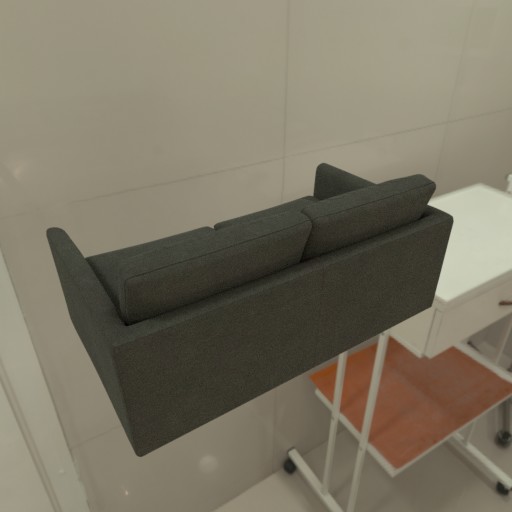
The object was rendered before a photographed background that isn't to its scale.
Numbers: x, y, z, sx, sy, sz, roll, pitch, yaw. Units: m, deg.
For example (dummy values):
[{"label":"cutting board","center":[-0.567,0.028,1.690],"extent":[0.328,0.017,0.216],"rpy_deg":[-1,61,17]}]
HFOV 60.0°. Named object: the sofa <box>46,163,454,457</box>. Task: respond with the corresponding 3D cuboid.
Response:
[{"label":"sofa","center":[0.000,0.000,2.456],"extent":[1.909,0.845,1.091],"rpy_deg":[-19,35,-28]}]
